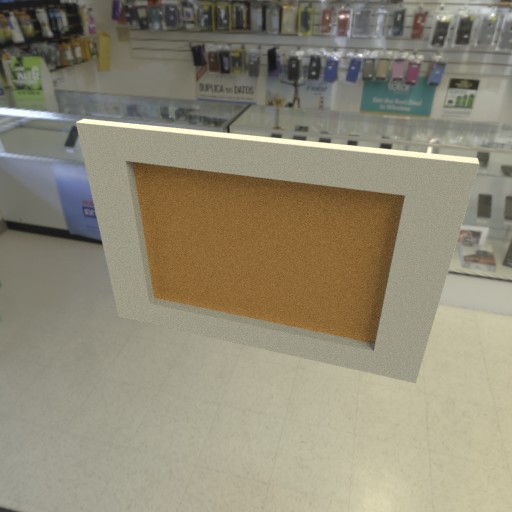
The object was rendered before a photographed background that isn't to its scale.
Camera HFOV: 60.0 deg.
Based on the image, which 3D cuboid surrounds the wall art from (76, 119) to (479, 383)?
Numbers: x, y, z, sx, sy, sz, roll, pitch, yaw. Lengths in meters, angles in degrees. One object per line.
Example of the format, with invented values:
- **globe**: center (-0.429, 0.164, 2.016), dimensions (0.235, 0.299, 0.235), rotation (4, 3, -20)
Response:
- **wall art**: center (0.000, 0.000, 1.142), dimensions (0.906, 0.617, 0.033), rotation (10, 34, 14)
